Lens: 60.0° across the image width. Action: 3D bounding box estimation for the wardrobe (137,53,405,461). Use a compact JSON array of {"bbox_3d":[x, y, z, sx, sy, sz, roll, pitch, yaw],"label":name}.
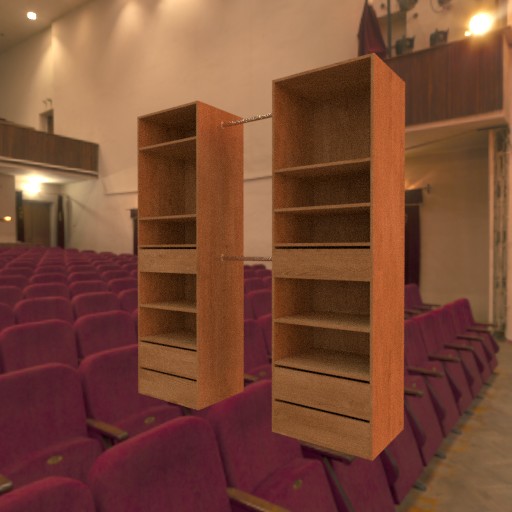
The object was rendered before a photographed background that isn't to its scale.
[{"bbox_3d":[0.000,0.000,2.887,1.770,2.000,0.480,1,1,36],"label":"wardrobe"}]
